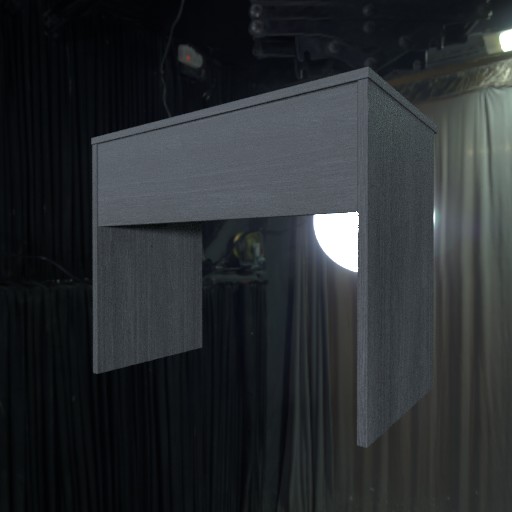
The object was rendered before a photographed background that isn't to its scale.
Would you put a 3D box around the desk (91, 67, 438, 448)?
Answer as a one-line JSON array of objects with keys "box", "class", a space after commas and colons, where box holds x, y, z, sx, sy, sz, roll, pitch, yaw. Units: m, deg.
[{"box": [0.000, 0.000, 1.304, 0.893, 0.724, 0.498, 0, 1, 36], "class": "desk"}]
